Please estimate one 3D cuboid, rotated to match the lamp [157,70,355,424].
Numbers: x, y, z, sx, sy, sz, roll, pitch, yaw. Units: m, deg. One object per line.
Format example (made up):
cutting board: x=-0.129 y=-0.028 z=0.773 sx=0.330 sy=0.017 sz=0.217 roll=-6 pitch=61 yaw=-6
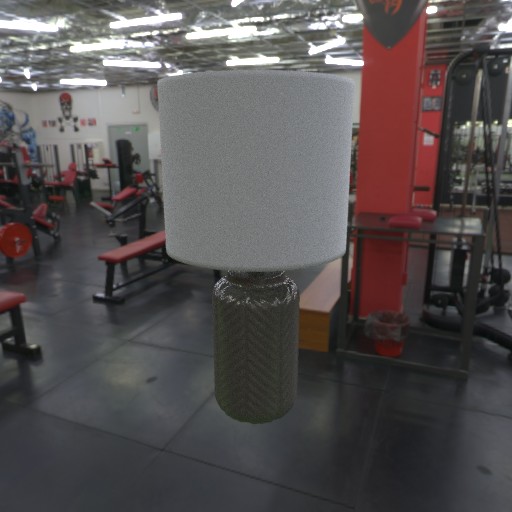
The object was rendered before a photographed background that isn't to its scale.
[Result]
lamp: x=0.000 y=0.000 z=0.514 sx=0.203 sy=0.389 sz=0.203 roll=7 pitch=16 yaw=24
